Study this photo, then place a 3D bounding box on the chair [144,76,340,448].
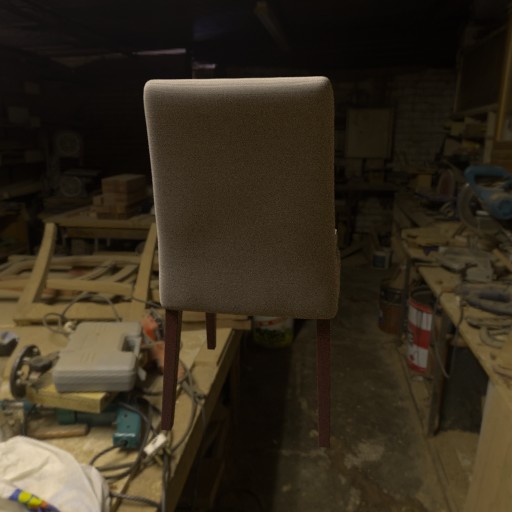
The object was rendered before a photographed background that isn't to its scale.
[{"bbox_3d":[0.000,0.000,1.336,0.515,0.940,0.638,2,16,9],"label":"chair"}]
